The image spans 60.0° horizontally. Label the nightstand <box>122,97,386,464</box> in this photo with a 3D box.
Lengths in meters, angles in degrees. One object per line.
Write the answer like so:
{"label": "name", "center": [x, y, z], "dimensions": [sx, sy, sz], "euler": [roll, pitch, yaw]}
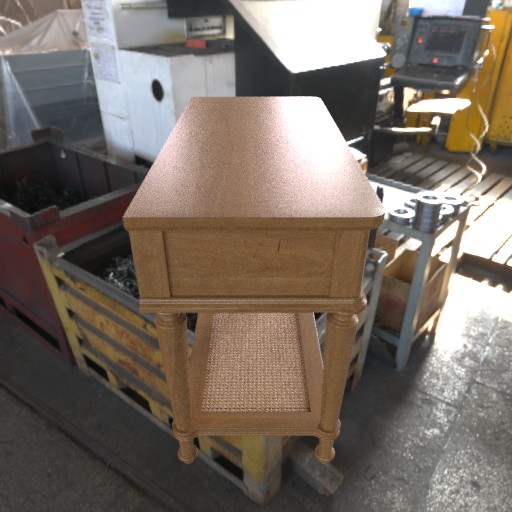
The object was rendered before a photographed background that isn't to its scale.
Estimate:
{"label": "nightstand", "center": [0.000, 0.000, 1.285], "dimensions": [0.432, 0.700, 0.914], "euler": [0, 31, 0]}
